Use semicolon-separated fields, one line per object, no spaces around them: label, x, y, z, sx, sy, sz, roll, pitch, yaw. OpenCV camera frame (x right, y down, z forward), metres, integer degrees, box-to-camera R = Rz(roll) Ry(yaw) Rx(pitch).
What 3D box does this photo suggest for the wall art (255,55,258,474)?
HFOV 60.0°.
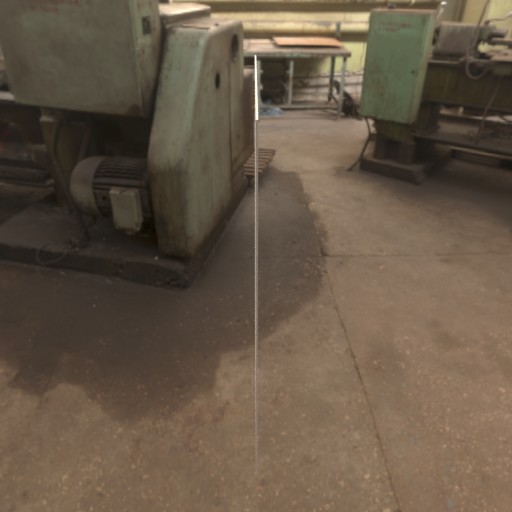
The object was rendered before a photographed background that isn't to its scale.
wall art;0.000;0.000;0.805;0.003;0.610;0.457;0;32;0
